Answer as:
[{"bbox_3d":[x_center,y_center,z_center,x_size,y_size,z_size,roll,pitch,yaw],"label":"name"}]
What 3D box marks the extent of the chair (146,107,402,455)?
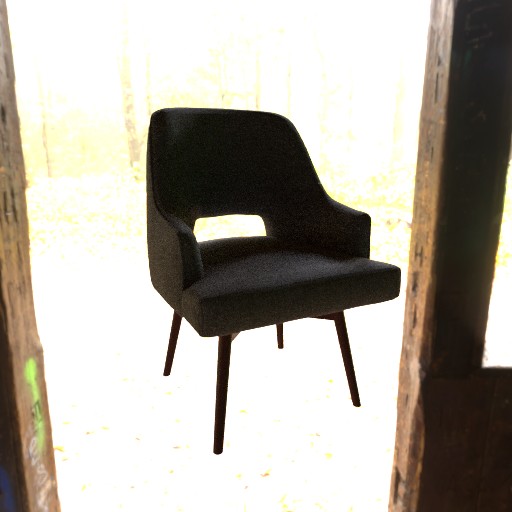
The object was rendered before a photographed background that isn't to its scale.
[{"bbox_3d":[0.000,0.000,1.307,0.608,0.875,0.629,-7,15,-27],"label":"chair"}]
